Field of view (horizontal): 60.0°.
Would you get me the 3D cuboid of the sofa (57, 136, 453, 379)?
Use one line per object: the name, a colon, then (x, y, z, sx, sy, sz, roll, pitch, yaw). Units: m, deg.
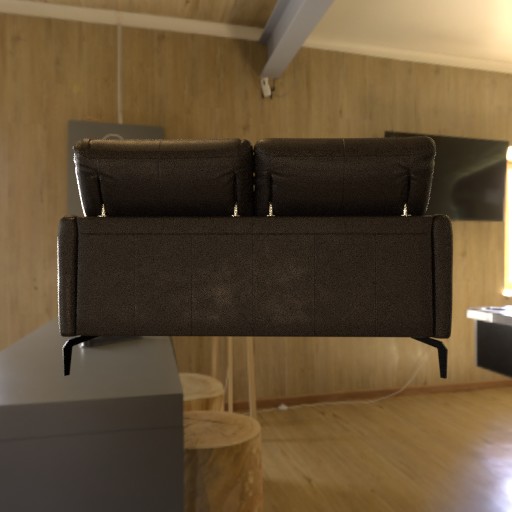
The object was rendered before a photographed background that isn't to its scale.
sofa: (0.000, 0.000, 2.141, 1.596, 0.920, 0.958, 0, 0, 2)
